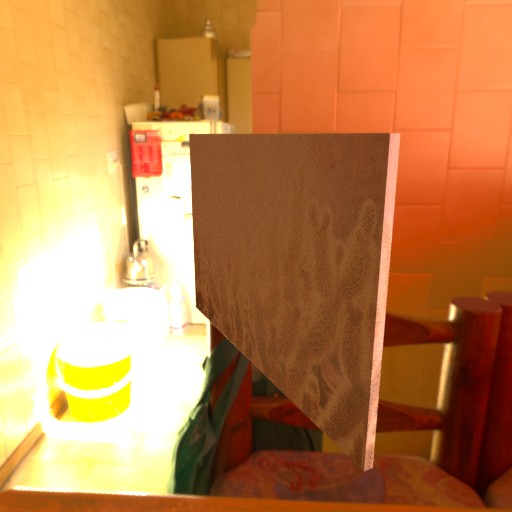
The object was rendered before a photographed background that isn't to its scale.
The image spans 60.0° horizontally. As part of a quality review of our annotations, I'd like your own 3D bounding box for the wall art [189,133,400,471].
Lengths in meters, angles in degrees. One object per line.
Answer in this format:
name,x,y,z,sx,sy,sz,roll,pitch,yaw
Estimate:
wall art,0.000,0.000,1.900,0.038,1.012,1.525,-8,17,-26
